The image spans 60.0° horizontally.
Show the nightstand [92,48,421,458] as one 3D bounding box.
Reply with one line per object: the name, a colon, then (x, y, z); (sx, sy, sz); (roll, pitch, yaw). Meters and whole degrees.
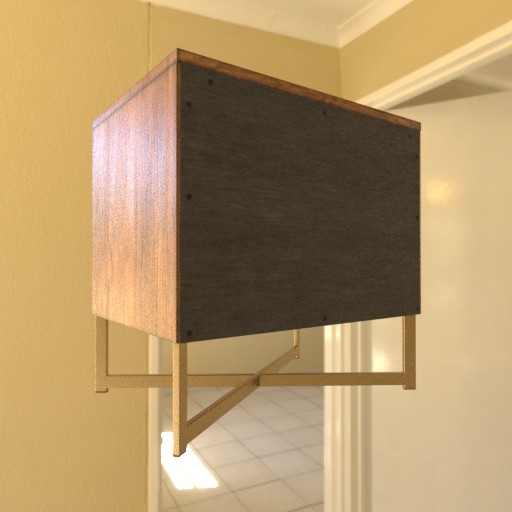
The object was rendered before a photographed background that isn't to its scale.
nightstand: (0.000, 0.000, 1.010); (0.610, 0.610, 0.446); (0, -1, -36)
